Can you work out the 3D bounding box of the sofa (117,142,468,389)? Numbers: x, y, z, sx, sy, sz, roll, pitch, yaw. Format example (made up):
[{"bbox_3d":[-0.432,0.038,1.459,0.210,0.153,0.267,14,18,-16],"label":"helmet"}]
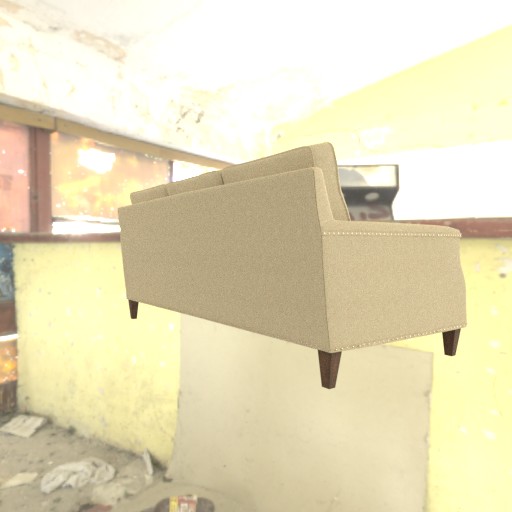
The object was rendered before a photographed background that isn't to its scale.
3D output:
[{"bbox_3d":[0.000,0.000,2.844,1.084,1.003,2.246,-1,1,-36],"label":"sofa"}]
